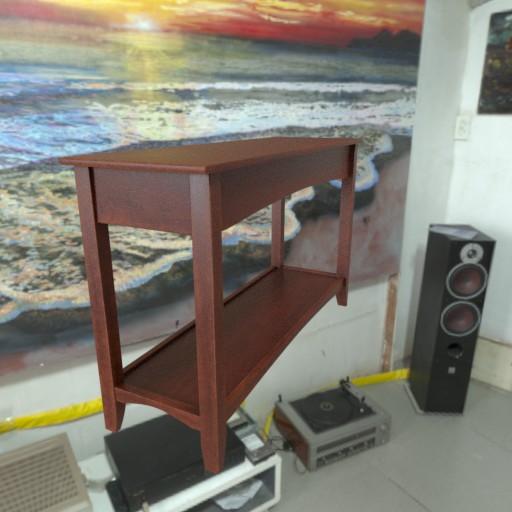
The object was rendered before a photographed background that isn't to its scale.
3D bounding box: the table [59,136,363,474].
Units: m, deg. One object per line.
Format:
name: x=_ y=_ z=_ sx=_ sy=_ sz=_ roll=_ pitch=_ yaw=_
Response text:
table: x=0.000 y=0.000 z=1.520 sx=0.392 sy=0.739 sz=1.188 roll=9 pitch=19 yaw=25
